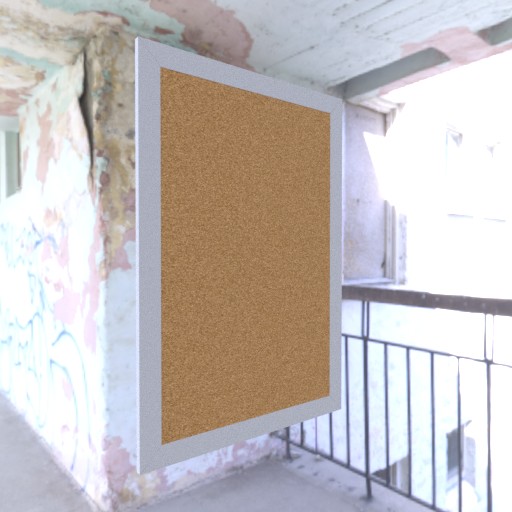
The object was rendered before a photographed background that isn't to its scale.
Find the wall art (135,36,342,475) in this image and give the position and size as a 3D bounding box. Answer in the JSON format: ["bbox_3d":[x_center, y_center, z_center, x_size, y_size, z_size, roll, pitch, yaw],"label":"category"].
[{"bbox_3d":[0.000,0.000,0.808,0.454,0.659,0.011,-1,1,-38],"label":"wall art"}]
